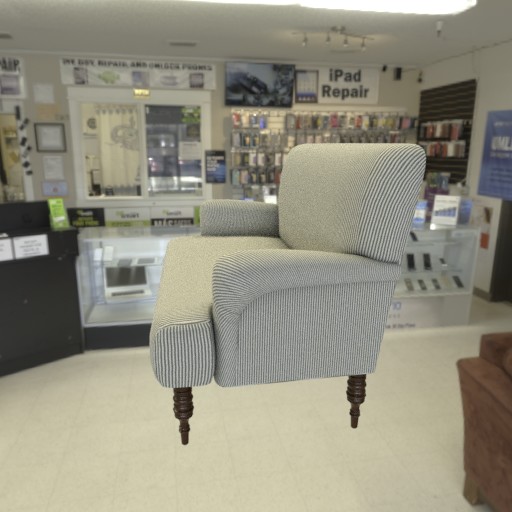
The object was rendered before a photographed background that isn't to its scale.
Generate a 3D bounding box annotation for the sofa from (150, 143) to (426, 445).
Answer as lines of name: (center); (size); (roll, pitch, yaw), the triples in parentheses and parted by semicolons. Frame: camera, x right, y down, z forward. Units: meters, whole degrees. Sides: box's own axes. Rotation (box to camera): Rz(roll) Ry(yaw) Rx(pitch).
sofa: (0.000, 0.000, 1.803); (0.779, 0.889, 1.297); (-2, 14, -8)
